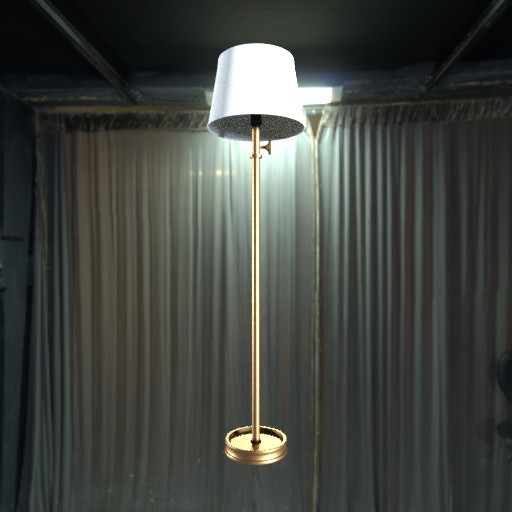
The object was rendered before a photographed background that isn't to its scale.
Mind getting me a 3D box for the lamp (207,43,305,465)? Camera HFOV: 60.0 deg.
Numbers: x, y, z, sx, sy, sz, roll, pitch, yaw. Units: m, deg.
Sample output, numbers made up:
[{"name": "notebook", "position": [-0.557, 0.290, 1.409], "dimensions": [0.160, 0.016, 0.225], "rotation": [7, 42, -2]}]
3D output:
[{"name": "lamp", "position": [0.000, 0.000, 0.809], "dimensions": [0.178, 0.710, 0.178], "rotation": [0, 0, 0]}]
